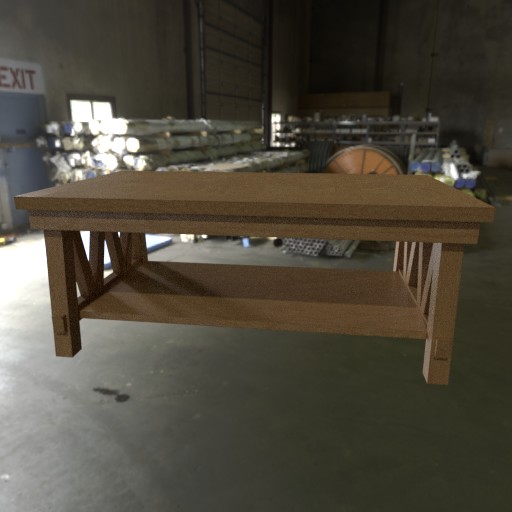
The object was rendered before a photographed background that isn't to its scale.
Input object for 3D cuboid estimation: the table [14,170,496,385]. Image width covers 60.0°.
[{"bbox_3d":[0.000,0.000,1.566,1.270,0.507,0.711,2,17,7],"label":"table"}]
